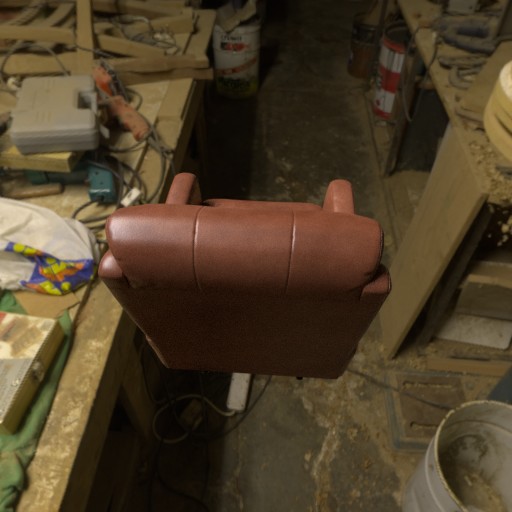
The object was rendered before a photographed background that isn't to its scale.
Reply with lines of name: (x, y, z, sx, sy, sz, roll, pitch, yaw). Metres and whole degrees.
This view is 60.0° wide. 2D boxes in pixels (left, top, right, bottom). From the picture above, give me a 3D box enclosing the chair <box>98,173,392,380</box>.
chair: (0.000, 0.000, 1.673, 0.787, 1.016, 0.939, 3, 47, 3)
